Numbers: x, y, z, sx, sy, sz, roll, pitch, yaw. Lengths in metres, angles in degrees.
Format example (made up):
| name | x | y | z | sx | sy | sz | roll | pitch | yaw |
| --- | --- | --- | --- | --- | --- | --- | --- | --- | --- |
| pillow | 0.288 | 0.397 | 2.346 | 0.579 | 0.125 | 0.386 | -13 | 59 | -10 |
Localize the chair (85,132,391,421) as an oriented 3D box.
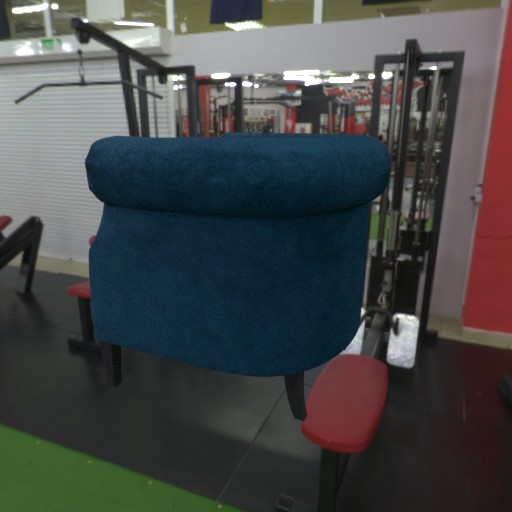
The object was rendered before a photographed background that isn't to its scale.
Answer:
| name | x | y | z | sx | sy | sz | roll | pitch | yaw |
| --- | --- | --- | --- | --- | --- | --- | --- | --- | --- |
| chair | 0.000 | 0.000 | 1.549 | 0.851 | 0.826 | 0.904 | 8 | 18 | 24 |
